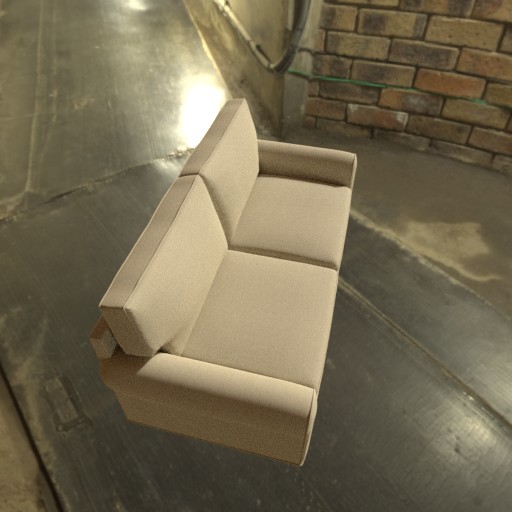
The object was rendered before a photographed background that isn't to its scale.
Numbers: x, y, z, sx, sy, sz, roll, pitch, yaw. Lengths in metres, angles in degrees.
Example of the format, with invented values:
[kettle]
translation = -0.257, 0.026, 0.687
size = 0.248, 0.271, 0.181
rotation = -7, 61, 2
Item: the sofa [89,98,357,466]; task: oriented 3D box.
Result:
[sofa]
translation = 0.000, 0.000, 2.278
size = 0.861, 0.933, 1.774
rotation = 10, 47, 10
